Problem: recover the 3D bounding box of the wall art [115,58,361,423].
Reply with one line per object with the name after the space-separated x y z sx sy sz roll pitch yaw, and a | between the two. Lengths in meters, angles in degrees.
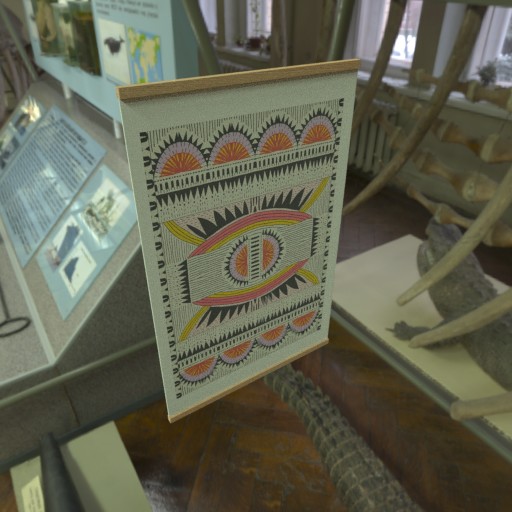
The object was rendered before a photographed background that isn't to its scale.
0.000 0.000 1.964 0.999 1.533 0.028 -19 37 -28 | wall art
